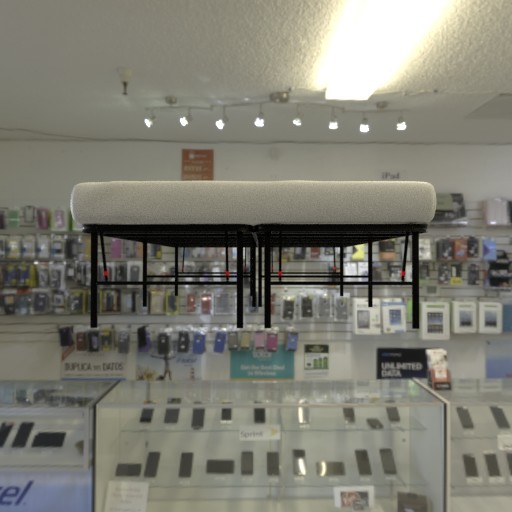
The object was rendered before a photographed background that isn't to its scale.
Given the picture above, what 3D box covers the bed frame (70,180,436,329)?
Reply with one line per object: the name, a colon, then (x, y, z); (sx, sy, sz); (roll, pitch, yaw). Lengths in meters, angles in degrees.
bed frame: (0.000, 0.000, 2.899); (1.584, 0.667, 2.151); (0, -1, 1)
